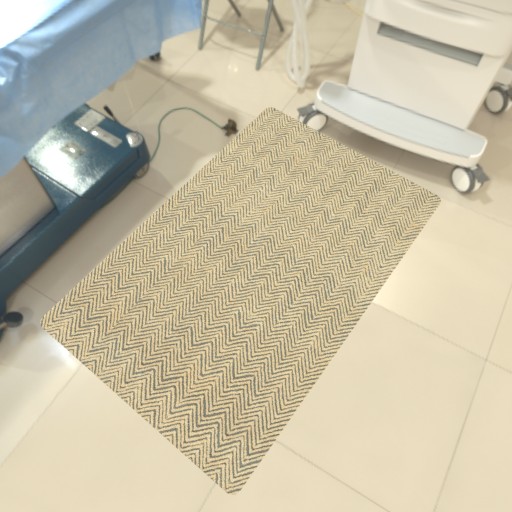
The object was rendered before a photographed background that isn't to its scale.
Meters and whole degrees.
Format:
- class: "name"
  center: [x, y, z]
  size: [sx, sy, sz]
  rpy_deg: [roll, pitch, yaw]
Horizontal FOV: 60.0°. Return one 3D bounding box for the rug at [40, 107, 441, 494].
- class: "rug"
  center: [0.000, 0.000, 2.166]
  size: [1.144, 0.008, 1.752]
  rpy_deg: [34, 66, 17]
